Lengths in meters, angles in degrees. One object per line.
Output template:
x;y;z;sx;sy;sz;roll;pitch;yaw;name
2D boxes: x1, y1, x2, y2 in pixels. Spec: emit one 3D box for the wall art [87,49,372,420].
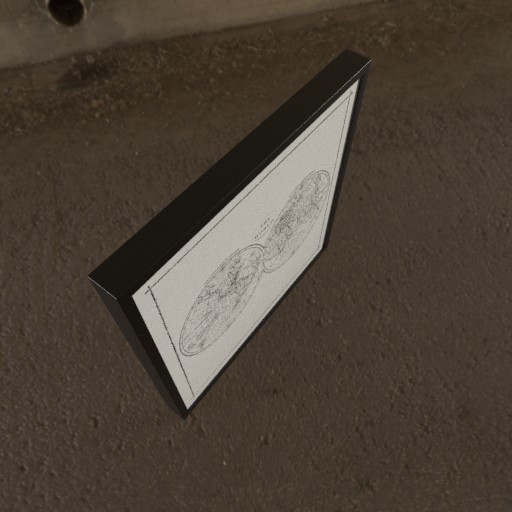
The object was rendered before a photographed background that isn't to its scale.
0.000;0.000;0.491;0.029;0.318;0.327;33;62;20;wall art
